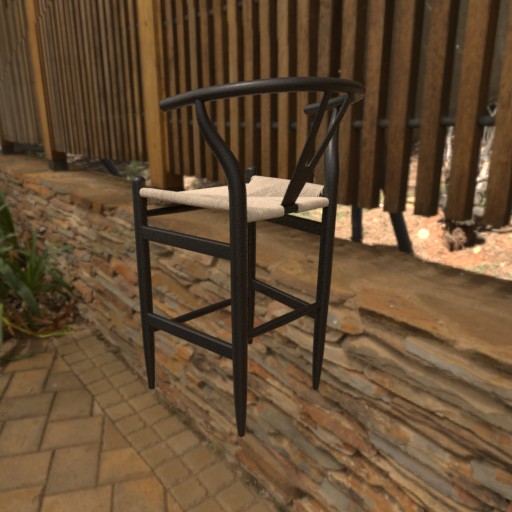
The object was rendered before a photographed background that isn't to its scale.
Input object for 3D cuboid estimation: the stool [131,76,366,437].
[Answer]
[{"bbox_3d":[0.000,0.000,1.346,0.569,0.970,0.579,-16,23,-42],"label":"stool"}]
